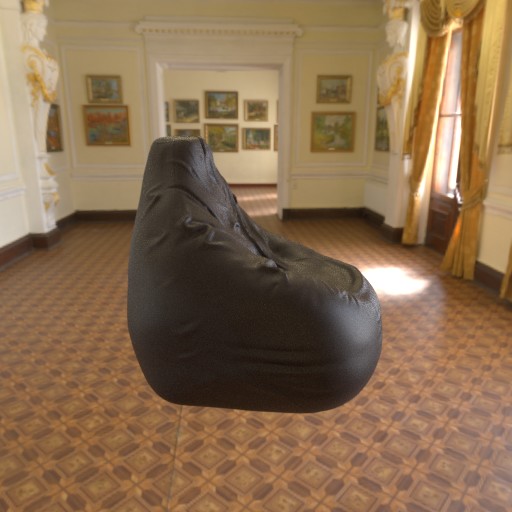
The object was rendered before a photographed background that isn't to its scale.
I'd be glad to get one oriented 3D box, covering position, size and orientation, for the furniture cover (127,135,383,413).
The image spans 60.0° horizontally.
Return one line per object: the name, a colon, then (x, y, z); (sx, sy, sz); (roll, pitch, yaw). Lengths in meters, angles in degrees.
furniture cover: (0.000, 0.000, 1.888); (1.070, 0.990, 1.070); (2, 15, 8)
